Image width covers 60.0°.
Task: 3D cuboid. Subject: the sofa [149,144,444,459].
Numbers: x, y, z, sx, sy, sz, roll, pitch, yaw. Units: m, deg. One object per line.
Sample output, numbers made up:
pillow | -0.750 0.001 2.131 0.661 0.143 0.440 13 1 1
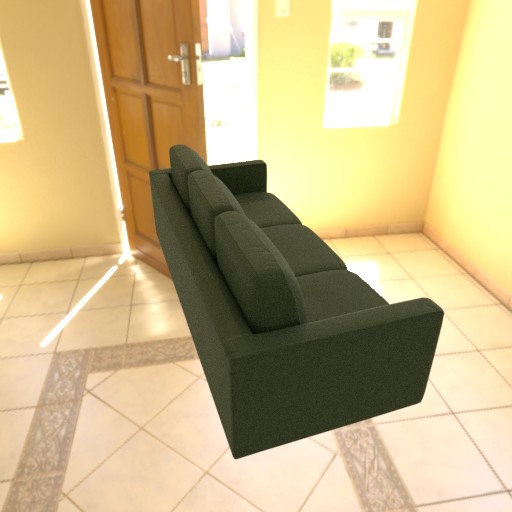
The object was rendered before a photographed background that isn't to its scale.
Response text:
sofa | 0.000 0.000 2.482 0.879 0.899 2.029 -10 31 -17
